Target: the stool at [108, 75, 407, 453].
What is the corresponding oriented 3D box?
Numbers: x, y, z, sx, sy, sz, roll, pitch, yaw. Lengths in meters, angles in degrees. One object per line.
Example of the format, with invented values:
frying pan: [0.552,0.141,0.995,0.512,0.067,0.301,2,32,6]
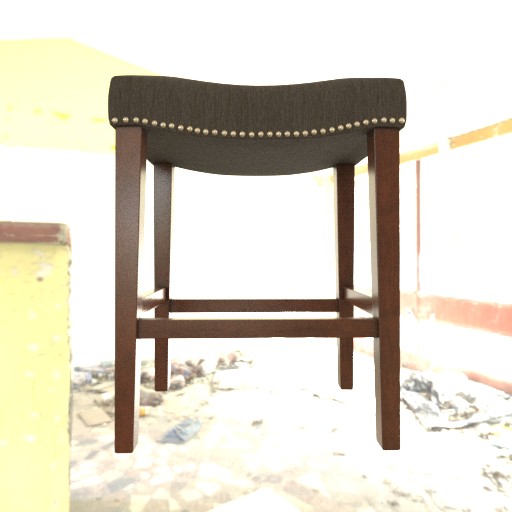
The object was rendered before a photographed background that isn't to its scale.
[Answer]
stool: [0.000,0.000,0.919,0.504,0.654,0.372,0,1,-1]
